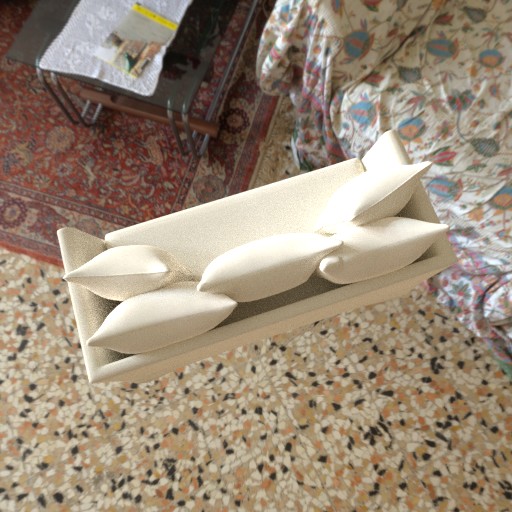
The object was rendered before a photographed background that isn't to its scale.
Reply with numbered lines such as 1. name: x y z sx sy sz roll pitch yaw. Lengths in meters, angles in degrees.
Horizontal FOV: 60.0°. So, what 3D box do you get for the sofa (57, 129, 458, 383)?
1. sofa: 0.000 0.000 2.922 2.290 1.034 1.031 -18 75 -5
